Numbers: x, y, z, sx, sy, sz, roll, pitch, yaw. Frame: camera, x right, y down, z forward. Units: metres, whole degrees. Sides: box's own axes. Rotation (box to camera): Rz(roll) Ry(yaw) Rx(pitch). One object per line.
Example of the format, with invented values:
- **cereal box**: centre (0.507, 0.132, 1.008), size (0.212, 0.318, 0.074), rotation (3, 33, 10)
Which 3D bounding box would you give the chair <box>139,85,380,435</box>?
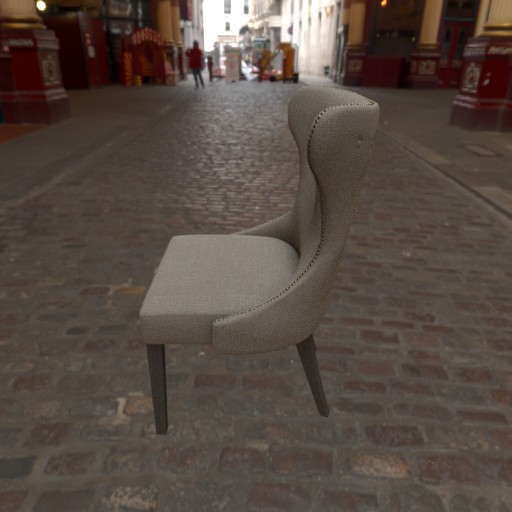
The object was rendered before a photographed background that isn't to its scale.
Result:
- **chair**: centre (0.000, 0.000, 1.389), size (0.635, 0.967, 0.628), rotation (0, 25, 0)
